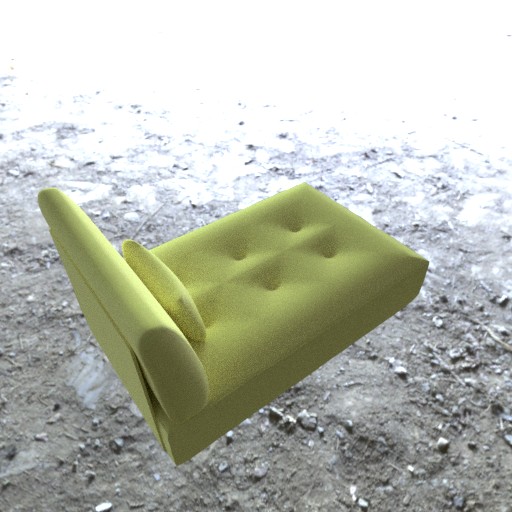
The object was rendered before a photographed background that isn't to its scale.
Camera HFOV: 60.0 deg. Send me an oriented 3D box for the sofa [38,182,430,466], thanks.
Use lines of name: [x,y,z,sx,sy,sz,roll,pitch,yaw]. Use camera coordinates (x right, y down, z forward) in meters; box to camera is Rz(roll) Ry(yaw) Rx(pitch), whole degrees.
sofa: [0.000,0.000,1.996,1.450,0.820,0.930,-27,48,-27]
